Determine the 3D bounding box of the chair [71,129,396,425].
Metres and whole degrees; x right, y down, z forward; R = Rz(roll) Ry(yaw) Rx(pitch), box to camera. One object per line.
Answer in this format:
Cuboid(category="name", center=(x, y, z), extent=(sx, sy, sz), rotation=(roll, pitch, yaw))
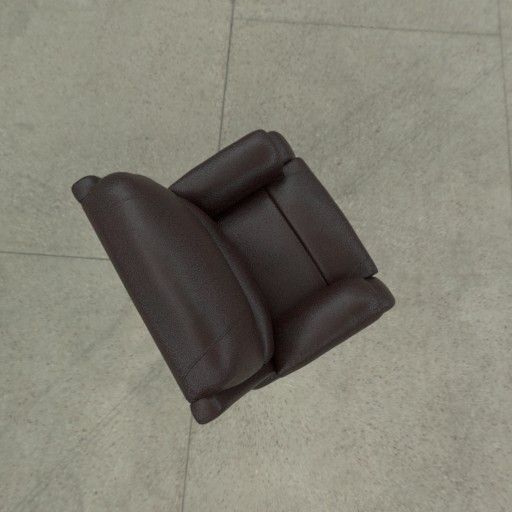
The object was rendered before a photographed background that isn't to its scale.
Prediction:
Cuboid(category="chair", center=(0.000, 0.000, 1.784), extent=(0.899, 1.011, 0.930), rotation=(-30, 78, -7))
